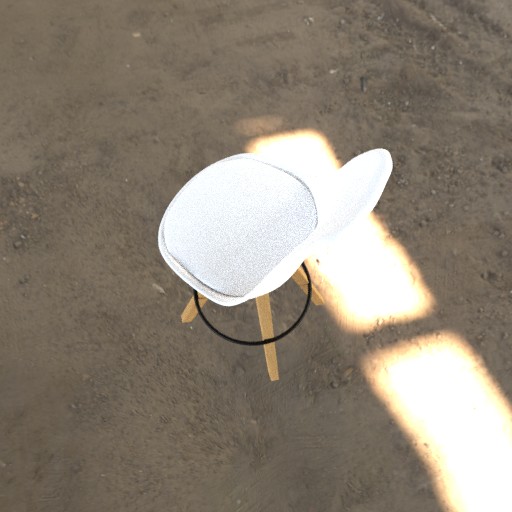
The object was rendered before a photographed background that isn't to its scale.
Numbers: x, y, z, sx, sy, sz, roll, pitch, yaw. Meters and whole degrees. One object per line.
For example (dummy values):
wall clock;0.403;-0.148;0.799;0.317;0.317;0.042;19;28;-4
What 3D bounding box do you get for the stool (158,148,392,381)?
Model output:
stool;0.000;0.000;1.407;0.549;1.115;0.482;30;68;14
